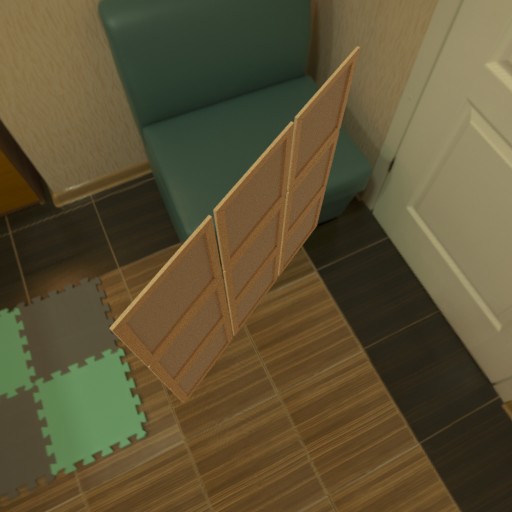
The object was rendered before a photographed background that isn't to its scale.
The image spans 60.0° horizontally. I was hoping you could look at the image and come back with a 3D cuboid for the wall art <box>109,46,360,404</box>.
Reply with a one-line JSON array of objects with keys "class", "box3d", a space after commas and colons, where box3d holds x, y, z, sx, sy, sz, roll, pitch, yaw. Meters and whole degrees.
[{"class": "wall art", "box3d": [0.000, 0.000, 2.284, 0.014, 1.507, 1.519, 32, 68, 15]}]
